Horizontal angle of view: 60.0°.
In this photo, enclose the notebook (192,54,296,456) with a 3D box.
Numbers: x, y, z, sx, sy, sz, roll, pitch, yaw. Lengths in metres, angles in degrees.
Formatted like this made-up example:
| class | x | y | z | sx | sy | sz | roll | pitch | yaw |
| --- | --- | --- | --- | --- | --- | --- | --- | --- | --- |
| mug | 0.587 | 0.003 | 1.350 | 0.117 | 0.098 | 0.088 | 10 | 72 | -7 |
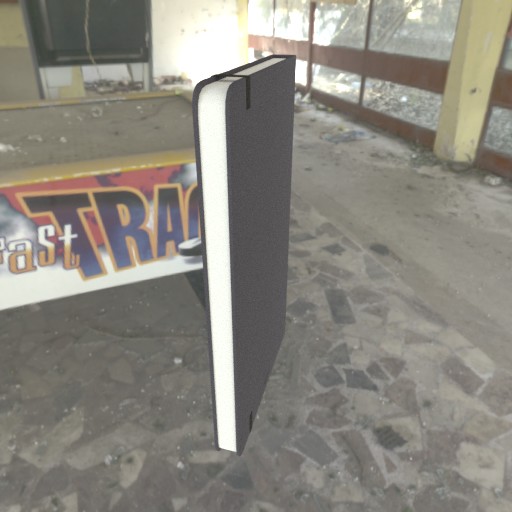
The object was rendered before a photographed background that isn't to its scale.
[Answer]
| class | x | y | z | sx | sy | sz | roll | pitch | yaw |
| --- | --- | --- | --- | --- | --- | --- | --- | --- | --- |
| notebook | 0.000 | 0.000 | 0.268 | 0.016 | 0.213 | 0.127 | 8 | 30 | 14 |
